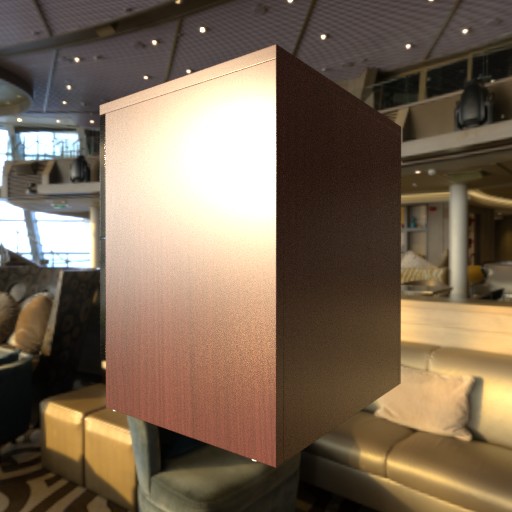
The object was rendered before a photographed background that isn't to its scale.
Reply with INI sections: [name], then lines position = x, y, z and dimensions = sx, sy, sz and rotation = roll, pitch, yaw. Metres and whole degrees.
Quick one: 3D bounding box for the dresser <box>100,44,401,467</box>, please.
[dresser]
position = 0.000, 0.000, 0.757
dimensions = 0.360, 0.470, 0.400
rotation = 0, 0, 37
